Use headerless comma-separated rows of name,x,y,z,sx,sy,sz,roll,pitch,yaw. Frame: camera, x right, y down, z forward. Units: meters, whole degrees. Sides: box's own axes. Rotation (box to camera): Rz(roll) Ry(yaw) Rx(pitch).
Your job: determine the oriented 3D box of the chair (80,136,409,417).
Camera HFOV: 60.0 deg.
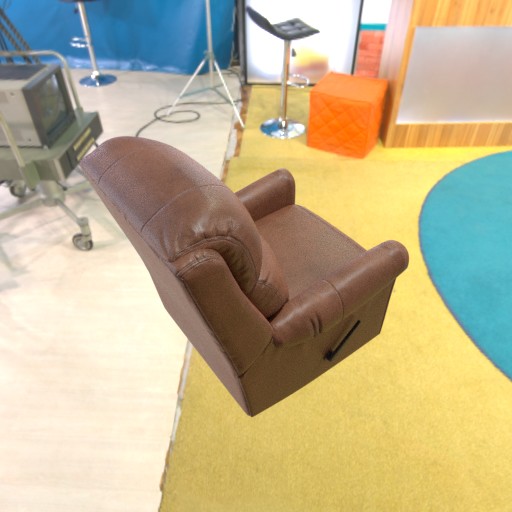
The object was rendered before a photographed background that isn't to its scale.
chair,0.000,0.000,1.832,1.014,1.054,0.838,-25,47,-26
